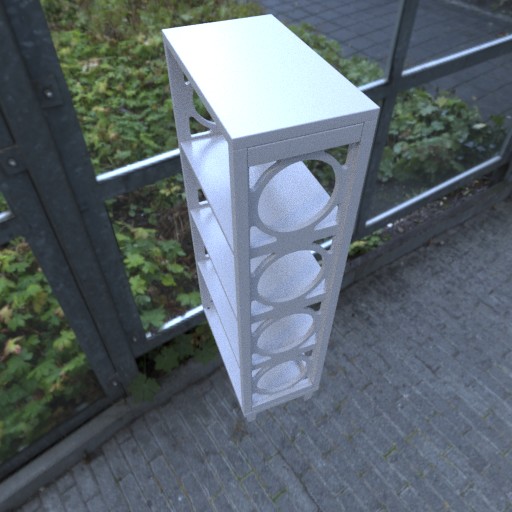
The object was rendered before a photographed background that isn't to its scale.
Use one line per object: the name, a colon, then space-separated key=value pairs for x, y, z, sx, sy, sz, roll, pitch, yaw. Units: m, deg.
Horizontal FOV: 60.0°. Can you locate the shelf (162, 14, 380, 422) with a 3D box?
shelf: x=0.000 y=0.000 z=1.624 sx=0.340 sy=1.411 sz=0.611 roll=-16 pitch=49 yaw=-14
